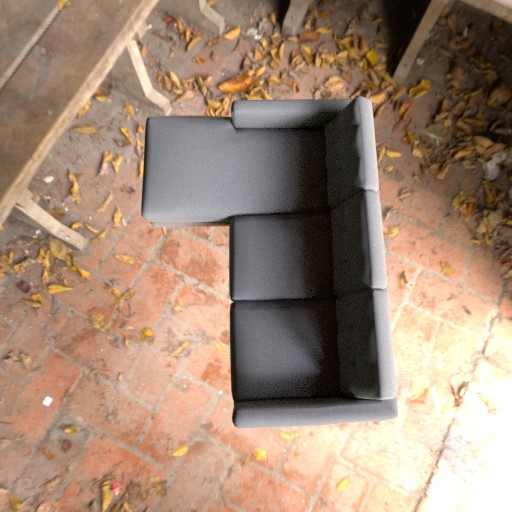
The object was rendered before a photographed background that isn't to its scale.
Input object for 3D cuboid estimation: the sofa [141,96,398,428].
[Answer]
[{"bbox_3d":[0.000,0.000,2.869,1.530,0.860,2.040,-1,76,0],"label":"sofa"}]
